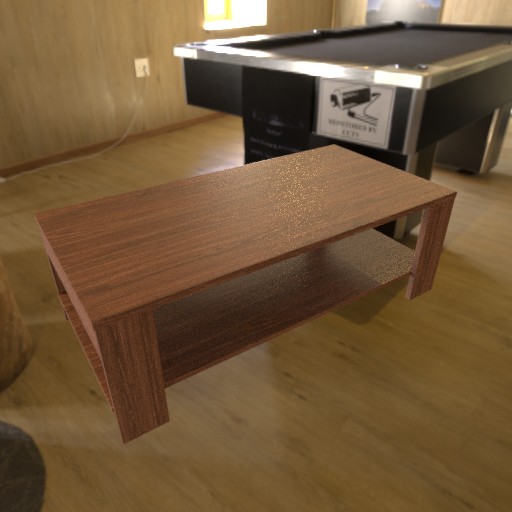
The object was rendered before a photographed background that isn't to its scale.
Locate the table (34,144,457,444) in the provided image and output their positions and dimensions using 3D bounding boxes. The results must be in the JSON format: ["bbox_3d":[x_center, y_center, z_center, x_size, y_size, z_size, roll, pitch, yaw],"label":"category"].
[{"bbox_3d":[0.000,0.000,1.501,1.200,0.400,0.600,-19,37,-28],"label":"table"}]
